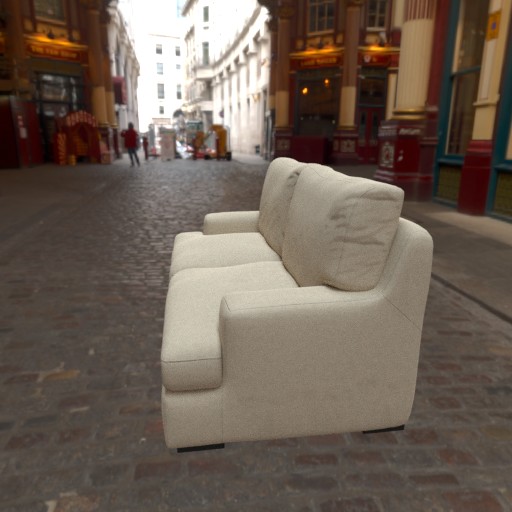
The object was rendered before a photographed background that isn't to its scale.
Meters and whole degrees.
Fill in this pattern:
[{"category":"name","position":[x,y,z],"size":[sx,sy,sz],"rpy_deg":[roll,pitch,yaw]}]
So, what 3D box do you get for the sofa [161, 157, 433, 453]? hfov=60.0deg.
[{"category":"sofa","position":[0.000,0.000,2.403],"size":[0.962,0.967,1.885],"rpy_deg":[-2,16,-8]}]
